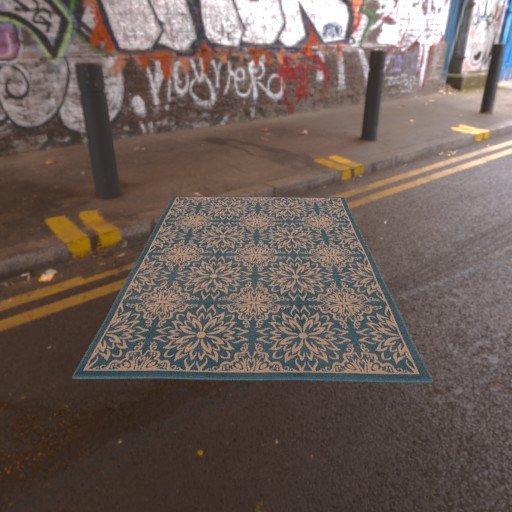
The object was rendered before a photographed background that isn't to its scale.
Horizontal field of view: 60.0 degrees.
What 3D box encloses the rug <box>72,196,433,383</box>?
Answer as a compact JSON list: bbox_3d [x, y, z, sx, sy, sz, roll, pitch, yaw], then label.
[{"bbox_3d":[0.000,0.000,2.299,1.211,0.012,1.833,0,27,1],"label":"rug"}]
